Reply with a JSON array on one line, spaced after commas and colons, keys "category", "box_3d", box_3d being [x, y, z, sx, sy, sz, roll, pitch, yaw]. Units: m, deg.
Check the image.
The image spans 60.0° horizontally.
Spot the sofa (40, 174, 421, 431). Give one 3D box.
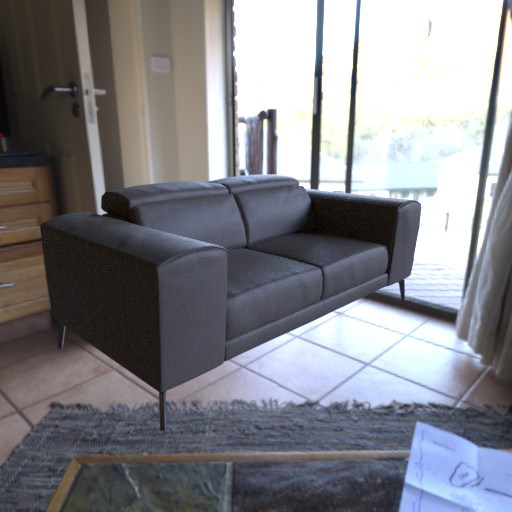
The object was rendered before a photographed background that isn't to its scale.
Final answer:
[{"category": "sofa", "box_3d": [0.000, 0.000, 2.419, 1.003, 0.779, 1.895, 15, 21, 43]}]
